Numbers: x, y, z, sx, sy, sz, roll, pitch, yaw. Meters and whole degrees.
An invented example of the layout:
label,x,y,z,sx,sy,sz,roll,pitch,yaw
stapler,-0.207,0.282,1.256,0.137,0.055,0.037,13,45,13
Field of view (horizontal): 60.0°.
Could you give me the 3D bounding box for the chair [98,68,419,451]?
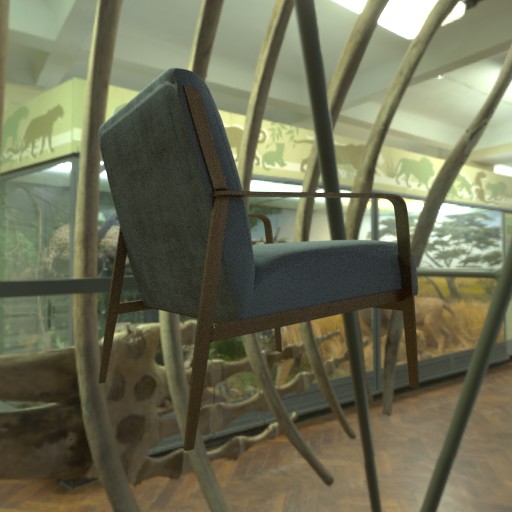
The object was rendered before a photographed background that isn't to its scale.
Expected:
label,x,y,z,sx,sy,sz,roll,pitch,yaw
chair,0.000,0.000,1.414,0.842,0.824,0.701,0,-1,-35
